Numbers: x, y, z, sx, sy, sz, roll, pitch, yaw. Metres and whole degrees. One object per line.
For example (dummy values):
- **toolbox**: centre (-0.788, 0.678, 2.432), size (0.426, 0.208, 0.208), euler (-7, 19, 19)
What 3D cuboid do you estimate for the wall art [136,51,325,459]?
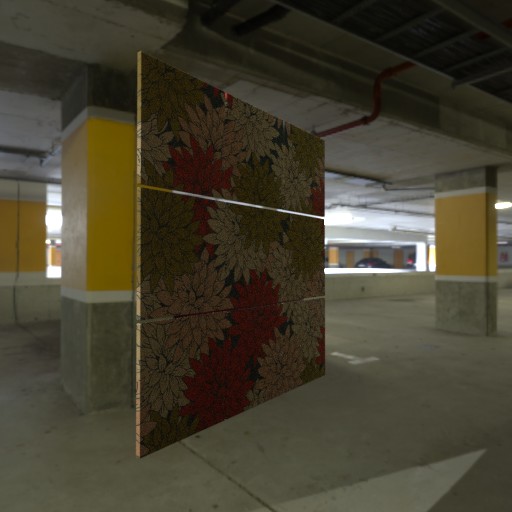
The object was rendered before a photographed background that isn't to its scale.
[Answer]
- **wall art**: centre (0.000, 0.000, 1.363), size (0.013, 0.913, 0.904), euler (-1, -1, 36)
